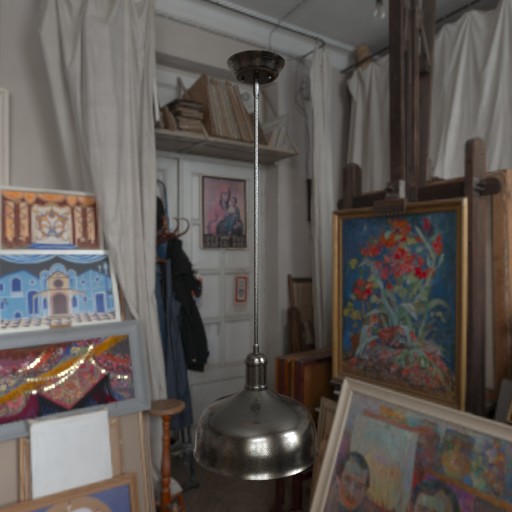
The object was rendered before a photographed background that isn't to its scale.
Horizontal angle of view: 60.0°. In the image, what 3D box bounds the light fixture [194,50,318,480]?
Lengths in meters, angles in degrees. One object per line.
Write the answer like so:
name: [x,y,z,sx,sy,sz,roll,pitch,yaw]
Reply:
light fixture: [0.000,0.000,1.075,0.299,0.935,0.299,0,0,19]
